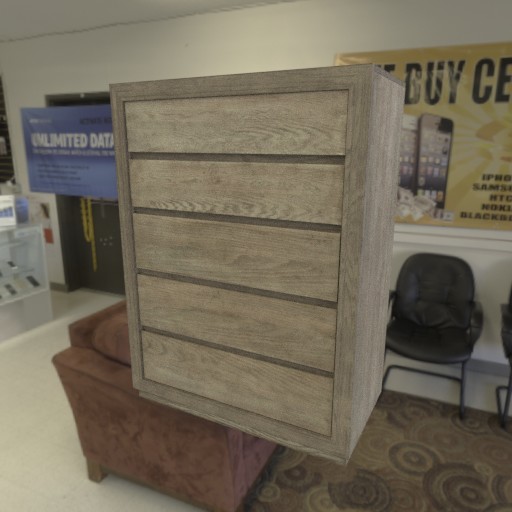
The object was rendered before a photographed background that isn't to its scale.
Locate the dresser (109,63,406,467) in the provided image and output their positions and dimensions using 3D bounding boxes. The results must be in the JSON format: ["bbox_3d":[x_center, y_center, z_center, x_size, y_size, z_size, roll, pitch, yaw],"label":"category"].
[{"bbox_3d":[0.000,0.000,1.773,0.967,1.295,0.483,8,16,27],"label":"dresser"}]
